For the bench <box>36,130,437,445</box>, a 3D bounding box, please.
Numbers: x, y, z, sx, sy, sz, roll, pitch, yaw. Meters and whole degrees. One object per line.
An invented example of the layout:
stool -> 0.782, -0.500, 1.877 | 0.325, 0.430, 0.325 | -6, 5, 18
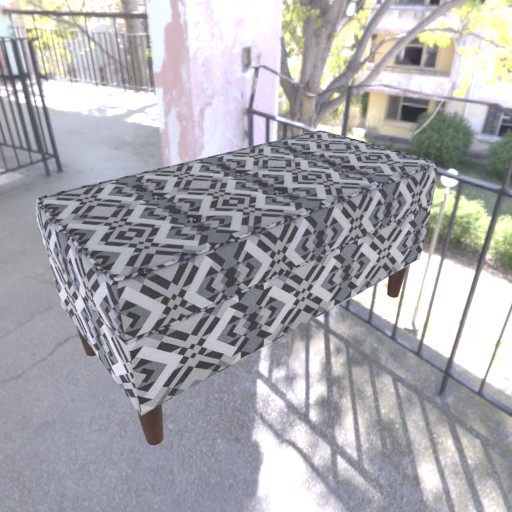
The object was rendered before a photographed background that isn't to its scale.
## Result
bench -> 0.000, 0.000, 1.287 | 1.016, 0.477, 0.492 | -22, 37, -33
